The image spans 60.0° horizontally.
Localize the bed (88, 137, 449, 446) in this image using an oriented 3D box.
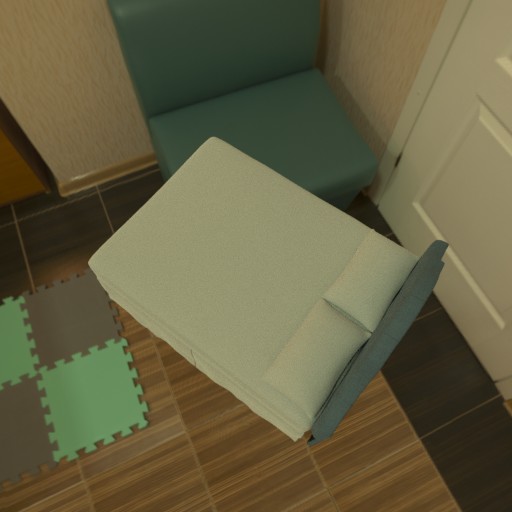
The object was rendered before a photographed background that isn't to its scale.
[{"bbox_3d":[0.000,0.000,3.246,2.155,1.575,1.636,34,69,15],"label":"bed"}]
